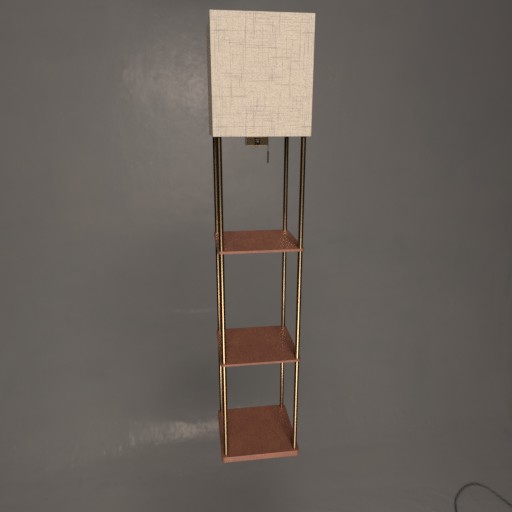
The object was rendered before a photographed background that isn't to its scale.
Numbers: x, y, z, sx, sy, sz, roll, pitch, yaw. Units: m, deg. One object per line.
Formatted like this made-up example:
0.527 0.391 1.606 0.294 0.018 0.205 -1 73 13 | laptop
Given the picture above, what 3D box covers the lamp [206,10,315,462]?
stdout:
0.000 0.000 1.654 0.310 1.569 0.308 -2 17 -8 | lamp
